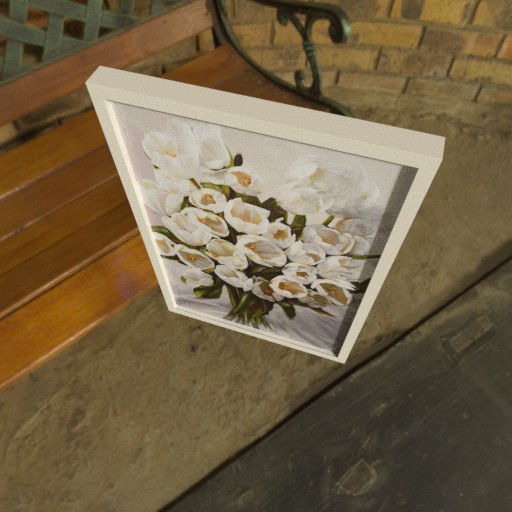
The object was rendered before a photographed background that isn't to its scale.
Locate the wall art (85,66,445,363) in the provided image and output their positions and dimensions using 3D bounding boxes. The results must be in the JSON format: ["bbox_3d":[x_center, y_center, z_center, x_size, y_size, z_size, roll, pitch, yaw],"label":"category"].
[{"bbox_3d":[0.000,0.000,0.817,0.450,0.657,0.038,15,58,10],"label":"wall art"}]
